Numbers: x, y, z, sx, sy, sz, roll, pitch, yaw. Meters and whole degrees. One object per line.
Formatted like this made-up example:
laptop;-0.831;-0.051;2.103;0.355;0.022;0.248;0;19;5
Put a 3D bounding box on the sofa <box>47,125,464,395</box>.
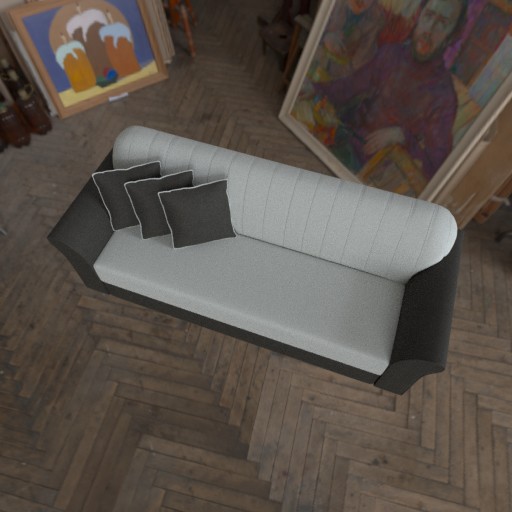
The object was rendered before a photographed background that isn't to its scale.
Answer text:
sofa;0.000;0.000;2.427;2.001;0.787;0.755;17;60;10
